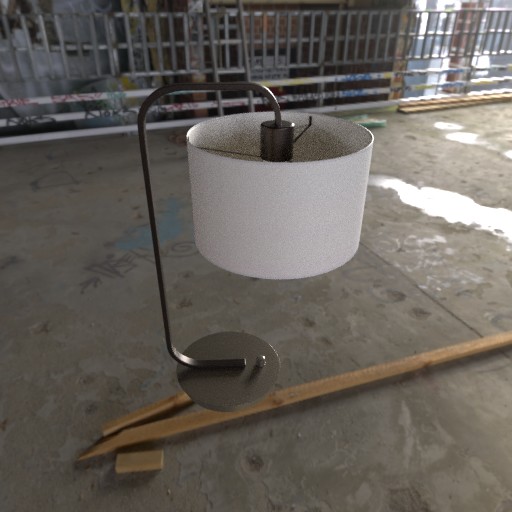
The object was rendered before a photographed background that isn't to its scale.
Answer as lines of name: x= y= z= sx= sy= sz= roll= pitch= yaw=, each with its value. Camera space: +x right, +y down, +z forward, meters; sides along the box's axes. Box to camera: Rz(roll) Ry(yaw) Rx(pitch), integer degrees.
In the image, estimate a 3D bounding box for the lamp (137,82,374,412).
lamp: x=0.000 y=0.000 z=0.642 sx=0.288 sy=0.473 sz=0.230 roll=-1 pitch=31 yaw=-2
